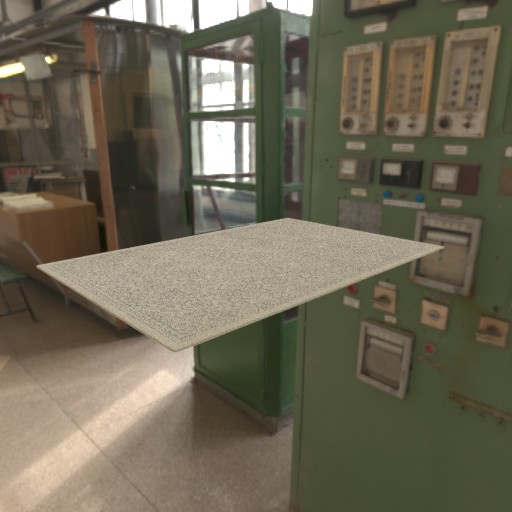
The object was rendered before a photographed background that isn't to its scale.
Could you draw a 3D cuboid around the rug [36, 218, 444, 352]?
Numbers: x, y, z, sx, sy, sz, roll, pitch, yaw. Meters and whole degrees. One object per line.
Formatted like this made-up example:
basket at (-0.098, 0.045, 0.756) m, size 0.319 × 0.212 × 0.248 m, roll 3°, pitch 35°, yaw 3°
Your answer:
rug at (0.000, 0.000, 2.358) m, size 1.829 × 0.010 × 1.219 m, roll -14°, pitch 21°, yaw -42°
